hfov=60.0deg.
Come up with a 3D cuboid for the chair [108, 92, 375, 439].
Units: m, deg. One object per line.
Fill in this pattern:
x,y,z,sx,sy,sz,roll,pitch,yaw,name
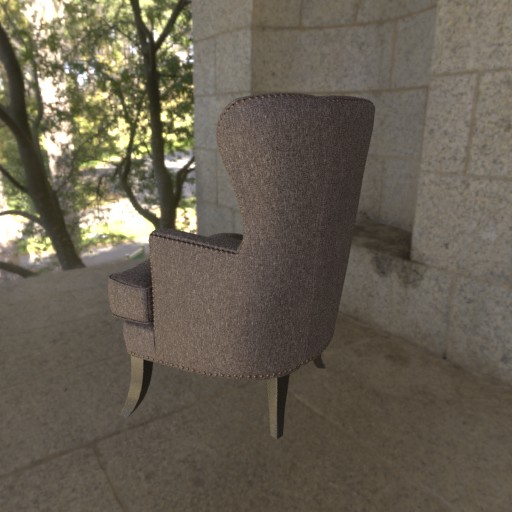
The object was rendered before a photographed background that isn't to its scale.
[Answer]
0.000,0.000,1.595,0.758,1.060,0.759,8,18,25,chair
